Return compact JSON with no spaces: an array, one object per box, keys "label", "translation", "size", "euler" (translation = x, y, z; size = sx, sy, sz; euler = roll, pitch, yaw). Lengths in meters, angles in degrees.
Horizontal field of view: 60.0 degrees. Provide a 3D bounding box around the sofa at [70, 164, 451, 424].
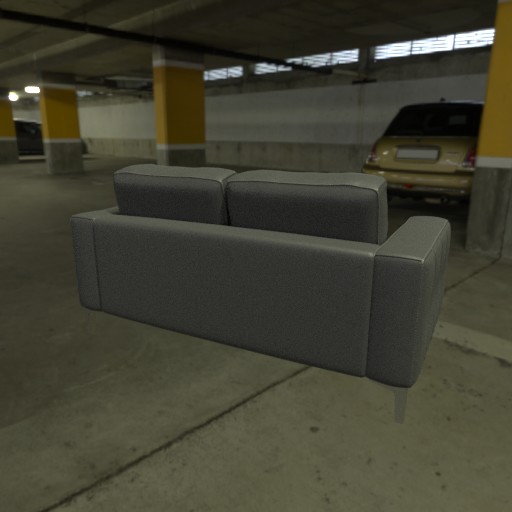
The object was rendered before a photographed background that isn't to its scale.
[{"label":"sofa","translation":[0.000,0.000,2.224],"size":[1.726,0.892,0.833],"euler":[8,18,27]}]
